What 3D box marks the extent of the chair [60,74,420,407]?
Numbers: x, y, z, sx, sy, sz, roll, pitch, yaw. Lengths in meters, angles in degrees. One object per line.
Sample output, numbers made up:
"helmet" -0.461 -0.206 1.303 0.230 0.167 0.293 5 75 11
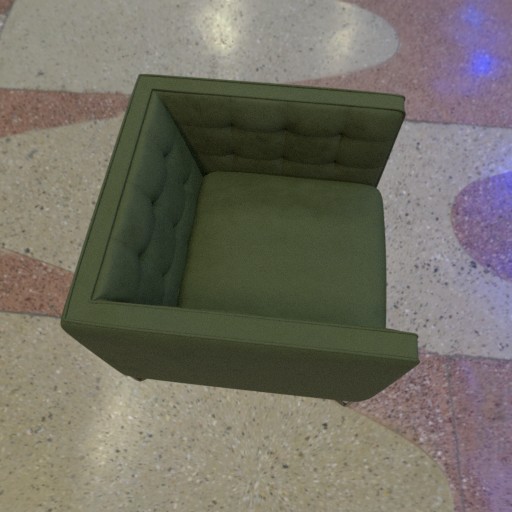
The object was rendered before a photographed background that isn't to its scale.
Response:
"chair" 0.000 0.000 1.569 0.894 0.790 0.880 6 64 3
